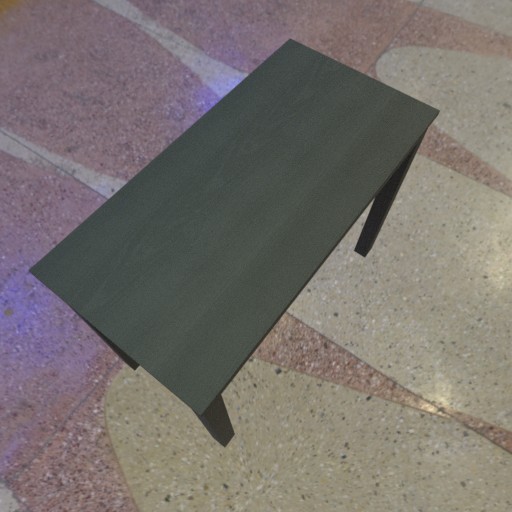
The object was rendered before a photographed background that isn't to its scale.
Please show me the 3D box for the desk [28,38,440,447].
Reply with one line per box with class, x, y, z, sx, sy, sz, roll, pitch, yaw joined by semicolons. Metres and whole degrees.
desk;0.000;0.000;1.420;0.499;0.762;0.991;34;67;17
